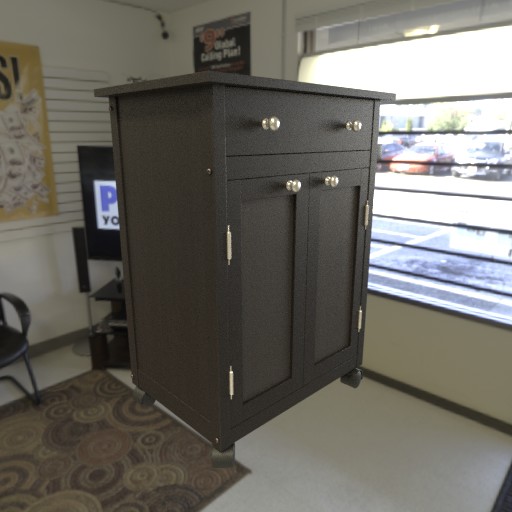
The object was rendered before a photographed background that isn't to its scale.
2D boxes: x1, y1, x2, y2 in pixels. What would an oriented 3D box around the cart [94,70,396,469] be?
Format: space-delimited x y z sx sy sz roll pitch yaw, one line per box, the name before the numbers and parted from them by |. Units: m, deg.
cart | 0.000 0.000 1.260 0.660 0.879 0.456 -14 21 -42
